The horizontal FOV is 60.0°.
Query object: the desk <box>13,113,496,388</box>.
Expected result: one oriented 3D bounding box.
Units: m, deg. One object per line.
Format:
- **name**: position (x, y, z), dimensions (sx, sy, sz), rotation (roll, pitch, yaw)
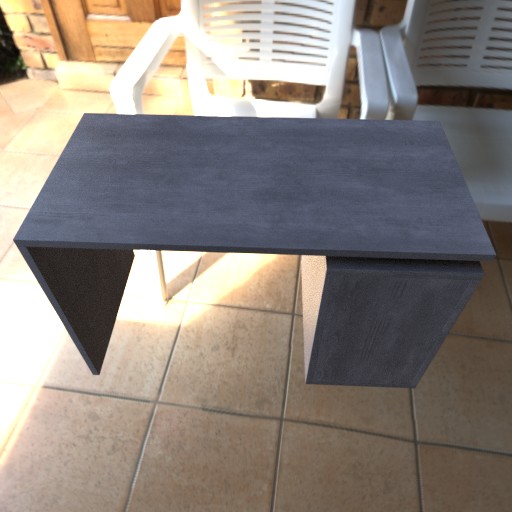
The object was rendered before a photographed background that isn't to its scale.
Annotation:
- **desk**: position (0.000, 0.000, 1.573), dimensions (1.200, 0.740, 0.600), rotation (2, 48, 2)
